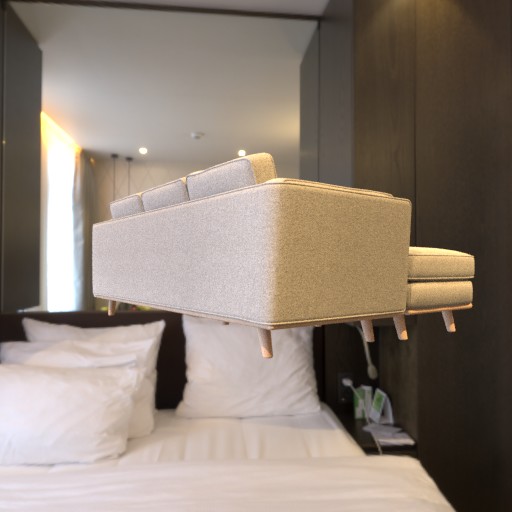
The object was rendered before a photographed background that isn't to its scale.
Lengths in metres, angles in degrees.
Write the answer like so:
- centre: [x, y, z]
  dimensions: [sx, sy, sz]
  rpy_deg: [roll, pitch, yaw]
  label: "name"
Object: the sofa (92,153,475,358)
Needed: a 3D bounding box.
- centre: [0.000, 0.000, 3.133]
  dimensions: [1.604, 0.929, 2.411]
  rpy_deg: [1, -1, -37]
  label: "sofa"
